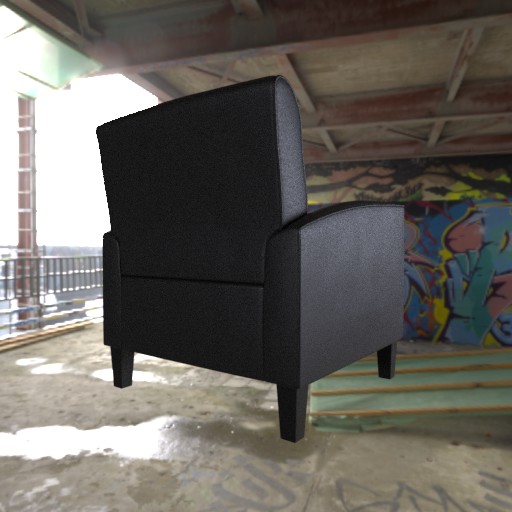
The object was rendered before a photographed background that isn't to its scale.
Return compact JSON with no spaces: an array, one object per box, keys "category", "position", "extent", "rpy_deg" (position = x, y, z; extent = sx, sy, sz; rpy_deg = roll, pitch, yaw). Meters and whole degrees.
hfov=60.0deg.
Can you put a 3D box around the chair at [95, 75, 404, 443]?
[{"category":"chair","position":[0.000,0.000,1.591],"extent":[0.820,0.916,0.819],"rpy_deg":[1,2,37]}]
